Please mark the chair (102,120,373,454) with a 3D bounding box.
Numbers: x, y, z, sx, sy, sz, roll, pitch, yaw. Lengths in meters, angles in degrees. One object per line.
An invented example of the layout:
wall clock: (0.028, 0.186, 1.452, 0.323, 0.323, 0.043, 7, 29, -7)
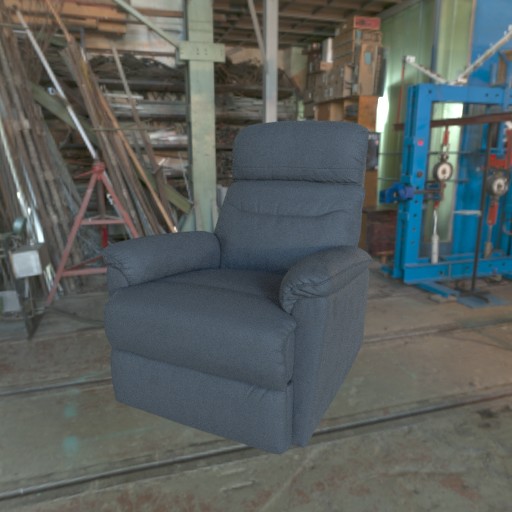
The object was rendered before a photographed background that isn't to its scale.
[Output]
chair: (0.000, 0.000, 1.683, 0.820, 1.037, 1.004, 7, 15, 26)
